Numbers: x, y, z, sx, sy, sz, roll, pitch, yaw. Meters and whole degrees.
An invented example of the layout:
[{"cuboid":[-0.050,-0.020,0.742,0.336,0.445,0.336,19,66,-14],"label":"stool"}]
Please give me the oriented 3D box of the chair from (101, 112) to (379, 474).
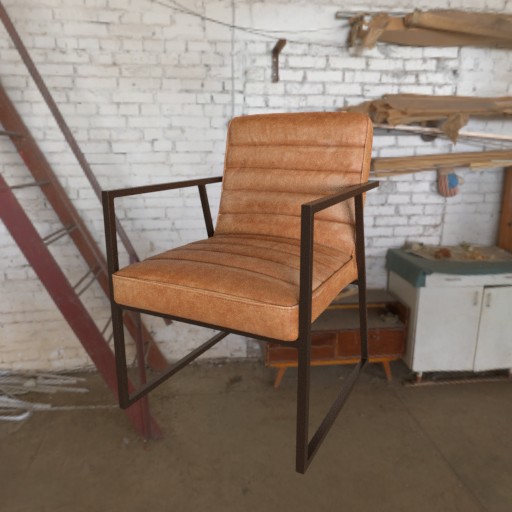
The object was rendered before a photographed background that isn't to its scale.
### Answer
[{"cuboid":[0.000,0.000,1.305,0.571,0.832,0.677,8,16,27],"label":"chair"}]
